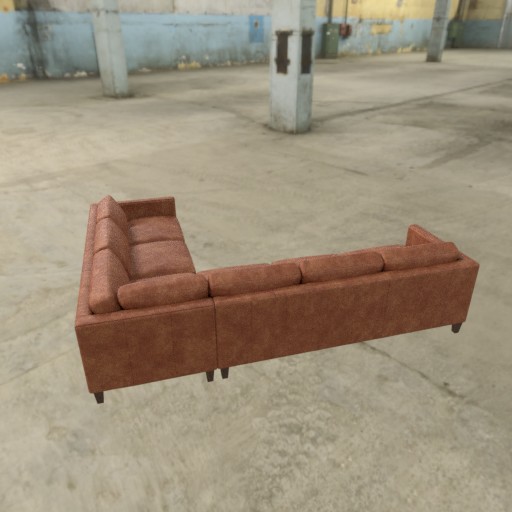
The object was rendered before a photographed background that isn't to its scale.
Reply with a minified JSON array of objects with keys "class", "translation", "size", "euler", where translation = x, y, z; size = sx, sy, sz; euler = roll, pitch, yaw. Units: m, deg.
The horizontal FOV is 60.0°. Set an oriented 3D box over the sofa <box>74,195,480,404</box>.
[{"class":"sofa","translation":[0.000,0.000,4.399],"size":[3.167,0.838,2.438],"euler":[-7,28,-14]}]
